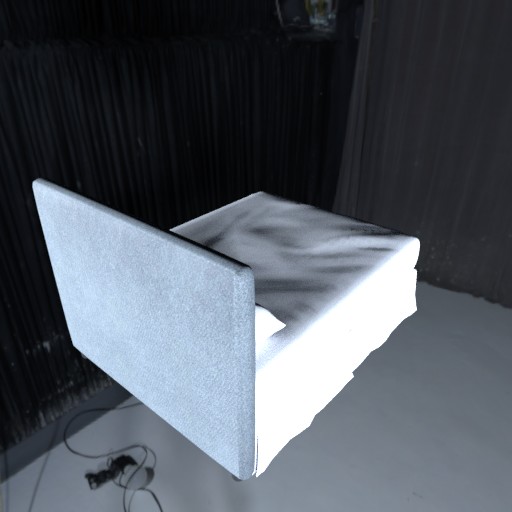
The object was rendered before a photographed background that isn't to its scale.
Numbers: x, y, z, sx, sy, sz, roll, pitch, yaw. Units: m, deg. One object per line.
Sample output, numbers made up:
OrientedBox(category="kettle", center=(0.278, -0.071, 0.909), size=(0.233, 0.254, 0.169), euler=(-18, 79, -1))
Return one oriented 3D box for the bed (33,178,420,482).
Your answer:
OrientedBox(category="bed", center=(0.000, 0.000, 3.123), size=(1.713, 1.330, 2.142), euler=(22, 36, 34))
